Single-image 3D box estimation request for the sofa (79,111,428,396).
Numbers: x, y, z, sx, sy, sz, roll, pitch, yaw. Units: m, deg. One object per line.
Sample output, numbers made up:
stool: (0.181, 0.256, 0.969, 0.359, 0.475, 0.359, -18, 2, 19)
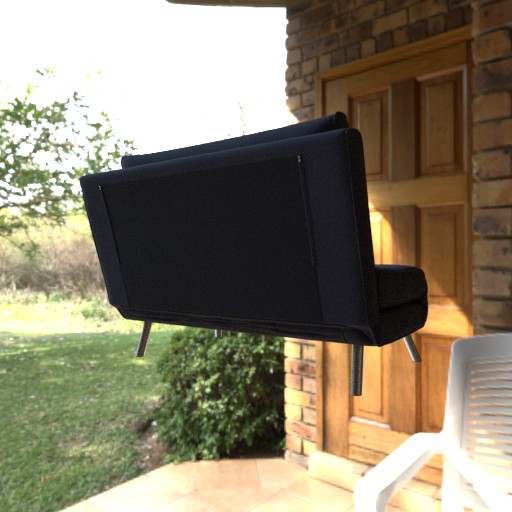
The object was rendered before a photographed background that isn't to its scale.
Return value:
sofa: (0.000, 0.000, 1.897, 1.220, 0.910, 0.910, 0, -1, 34)
